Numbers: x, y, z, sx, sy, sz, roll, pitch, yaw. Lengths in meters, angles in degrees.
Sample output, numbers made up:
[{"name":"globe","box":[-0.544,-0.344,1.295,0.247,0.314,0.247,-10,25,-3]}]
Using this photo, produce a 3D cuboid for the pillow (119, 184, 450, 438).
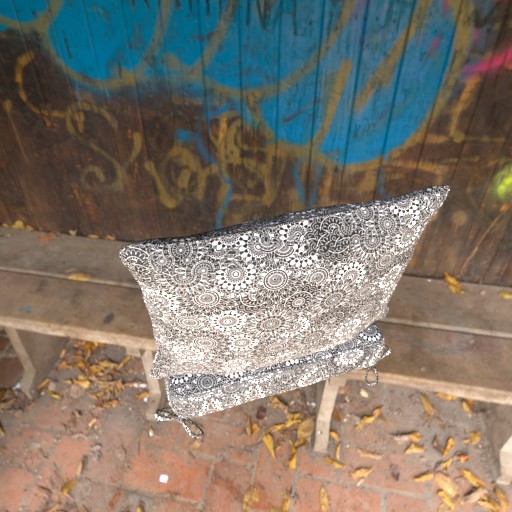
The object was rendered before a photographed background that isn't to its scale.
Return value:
[{"name":"pillow","box":[0.000,0.000,1.384,0.798,0.722,0.740,-12,43,-13]}]
